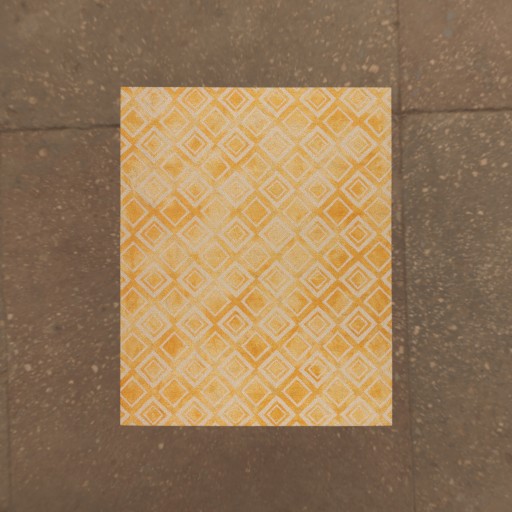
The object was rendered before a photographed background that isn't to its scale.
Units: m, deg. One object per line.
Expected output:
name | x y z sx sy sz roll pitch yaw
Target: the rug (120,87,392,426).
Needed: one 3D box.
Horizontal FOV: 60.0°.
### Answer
rug | 0.000 0.000 3.974 2.433 0.011 3.037 0 90 0
